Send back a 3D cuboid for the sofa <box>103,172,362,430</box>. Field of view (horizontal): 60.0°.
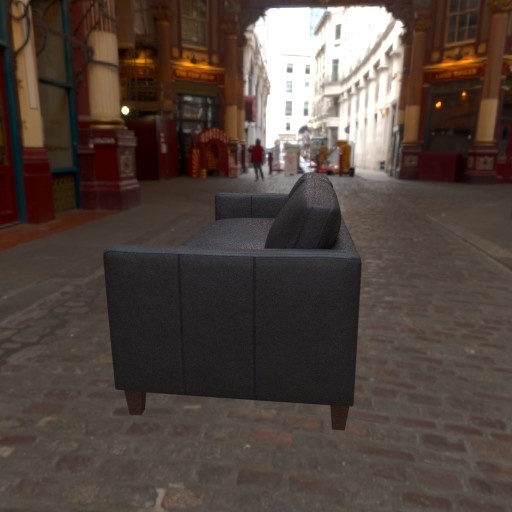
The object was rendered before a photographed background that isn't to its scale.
[{"bbox_3d":[0.000,0.000,2.475,0.933,0.863,1.971,2,14,7],"label":"sofa"}]
